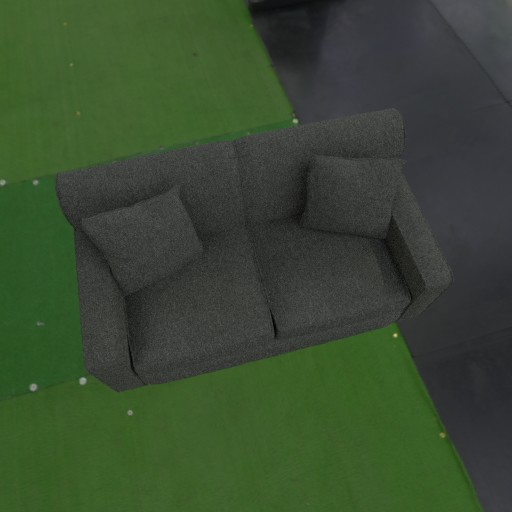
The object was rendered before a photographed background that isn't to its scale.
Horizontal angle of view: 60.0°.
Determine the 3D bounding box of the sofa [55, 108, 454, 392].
[{"bbox_3d":[0.000,0.000,2.455,1.846,0.958,0.998,-13,64,-6],"label":"sofa"}]
